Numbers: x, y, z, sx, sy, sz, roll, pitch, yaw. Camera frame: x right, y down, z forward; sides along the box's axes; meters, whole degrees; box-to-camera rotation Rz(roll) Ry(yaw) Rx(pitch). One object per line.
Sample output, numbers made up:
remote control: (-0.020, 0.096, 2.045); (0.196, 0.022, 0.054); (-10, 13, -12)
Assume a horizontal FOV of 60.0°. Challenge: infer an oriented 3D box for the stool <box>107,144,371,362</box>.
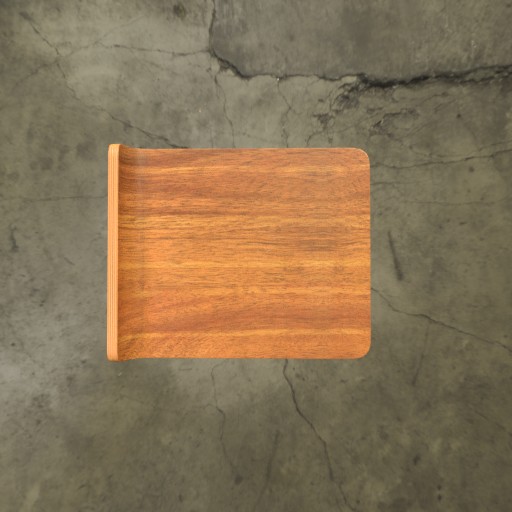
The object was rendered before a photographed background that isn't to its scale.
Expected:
stool: (0.000, 0.000, 1.009); (0.500, 0.650, 0.500); (0, 89, 2)
